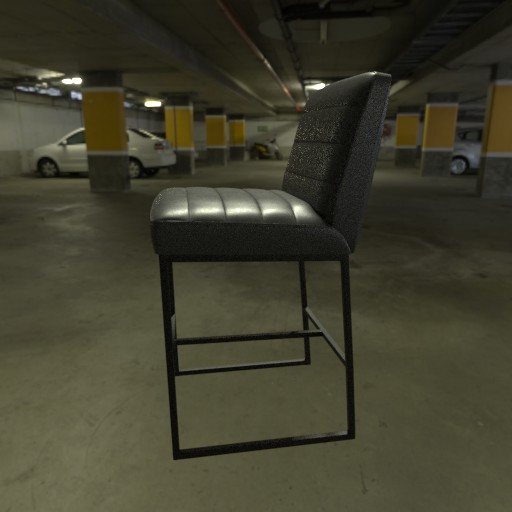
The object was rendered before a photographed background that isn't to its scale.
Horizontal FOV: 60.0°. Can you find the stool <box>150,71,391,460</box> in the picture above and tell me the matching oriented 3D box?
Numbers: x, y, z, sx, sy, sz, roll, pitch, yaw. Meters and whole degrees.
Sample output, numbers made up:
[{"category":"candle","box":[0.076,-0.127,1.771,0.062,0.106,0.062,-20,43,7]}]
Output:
[{"category":"stool","box":[0.000,0.000,1.255,0.552,0.938,0.457,-2,15,-10]}]
